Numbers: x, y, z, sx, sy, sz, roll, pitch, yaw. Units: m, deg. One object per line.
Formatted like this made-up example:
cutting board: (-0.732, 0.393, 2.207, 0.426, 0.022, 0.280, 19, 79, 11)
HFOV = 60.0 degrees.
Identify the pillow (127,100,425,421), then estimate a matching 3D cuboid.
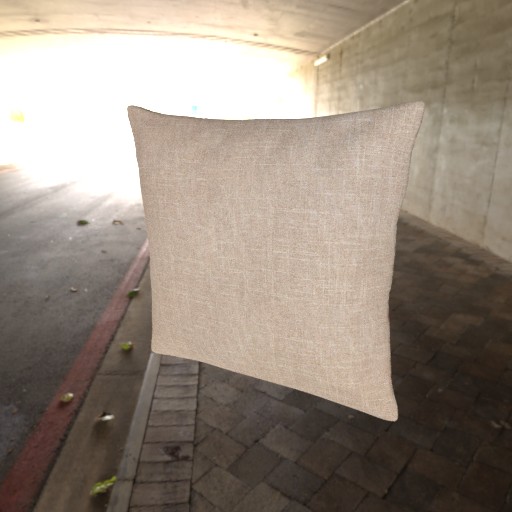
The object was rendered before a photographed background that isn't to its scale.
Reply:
pillow: (0.000, 0.000, 0.774, 0.523, 0.506, 0.166, 9, 19, 26)
